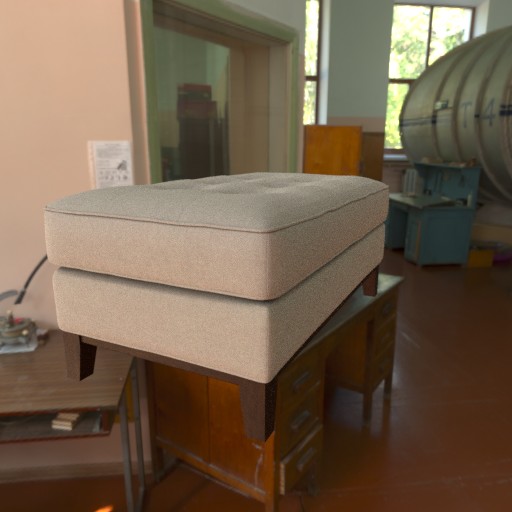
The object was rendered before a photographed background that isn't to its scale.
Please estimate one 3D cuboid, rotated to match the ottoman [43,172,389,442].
[{"bbox_3d":[0.000,0.000,1.480,0.648,0.508,1.143,7,16,26],"label":"ottoman"}]
